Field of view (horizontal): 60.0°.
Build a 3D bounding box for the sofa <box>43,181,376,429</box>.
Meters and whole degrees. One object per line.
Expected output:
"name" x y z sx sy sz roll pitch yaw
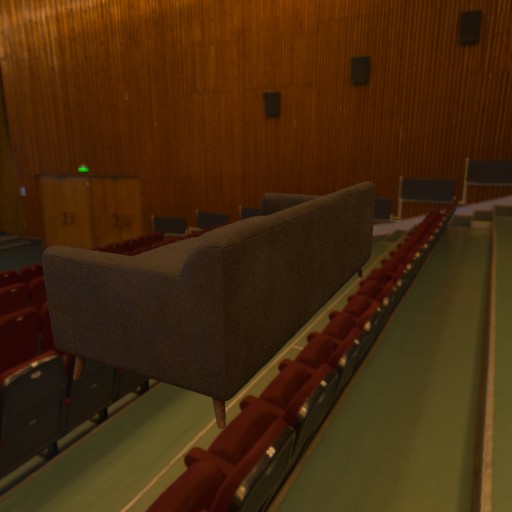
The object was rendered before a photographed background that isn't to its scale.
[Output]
"sofa" 0.000 0.000 2.624 0.900 0.740 2.190 8 17 26
